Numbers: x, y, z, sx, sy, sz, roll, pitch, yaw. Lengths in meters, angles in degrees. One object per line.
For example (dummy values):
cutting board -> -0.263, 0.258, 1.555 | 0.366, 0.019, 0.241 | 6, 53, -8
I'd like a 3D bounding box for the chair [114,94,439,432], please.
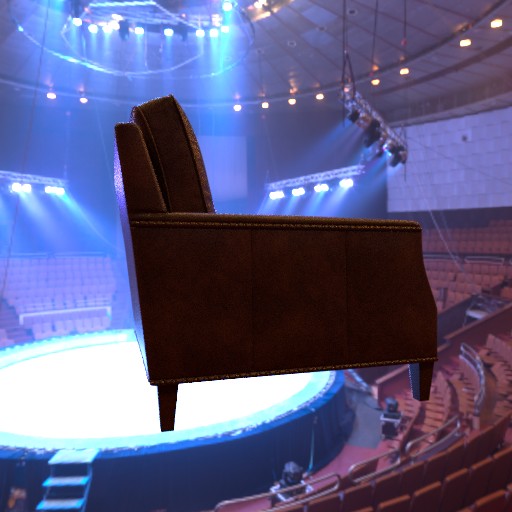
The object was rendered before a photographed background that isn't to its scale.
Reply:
chair -> 0.000, 0.000, 1.666 | 1.014, 0.929, 0.853 | 0, 0, -18
